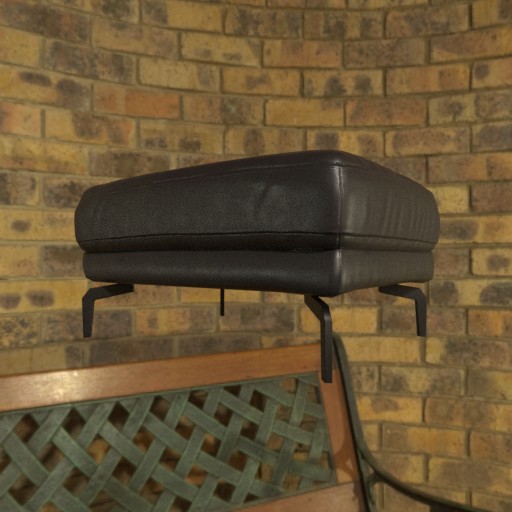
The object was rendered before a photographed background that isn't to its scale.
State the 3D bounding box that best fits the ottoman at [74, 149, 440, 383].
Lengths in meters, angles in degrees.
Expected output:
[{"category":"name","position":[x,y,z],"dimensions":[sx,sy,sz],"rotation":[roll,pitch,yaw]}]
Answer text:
[{"category":"ottoman","position":[0.000,0.000,1.102],"dimensions":[0.764,0.402,0.570],"rotation":[0,0,37]}]
